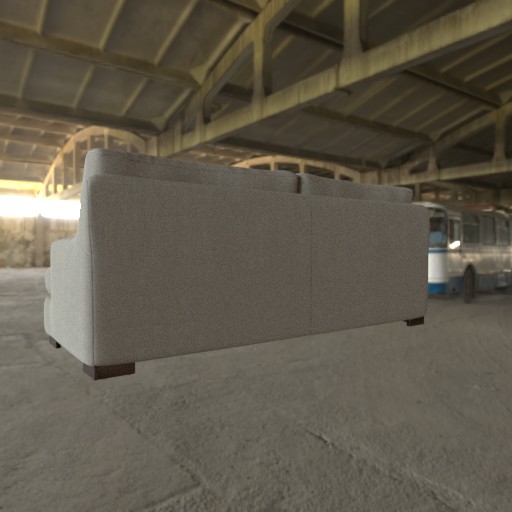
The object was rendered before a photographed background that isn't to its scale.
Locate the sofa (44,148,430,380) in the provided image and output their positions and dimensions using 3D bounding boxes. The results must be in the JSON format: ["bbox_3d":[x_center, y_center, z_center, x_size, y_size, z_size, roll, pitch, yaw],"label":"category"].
[{"bbox_3d":[0.000,0.000,2.816,2.354,0.980,0.962,-1,1,-36],"label":"sofa"}]
